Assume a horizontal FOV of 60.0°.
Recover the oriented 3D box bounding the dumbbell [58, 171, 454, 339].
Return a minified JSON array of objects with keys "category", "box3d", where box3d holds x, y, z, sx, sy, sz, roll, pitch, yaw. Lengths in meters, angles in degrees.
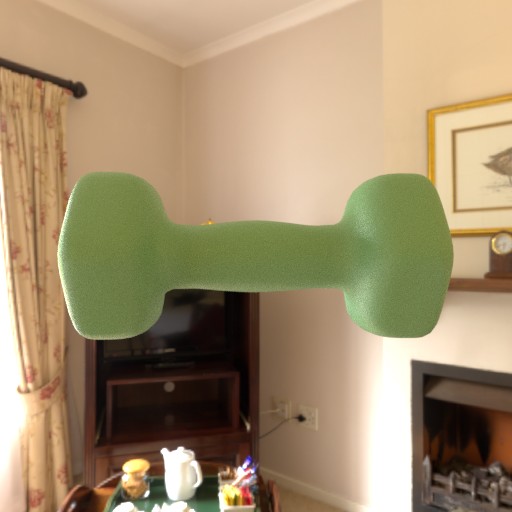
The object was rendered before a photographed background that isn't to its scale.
[{"category":"dumbbell","box3d":[0.000,0.000,0.321,0.257,0.114,0.126,0,-1,-1]}]
